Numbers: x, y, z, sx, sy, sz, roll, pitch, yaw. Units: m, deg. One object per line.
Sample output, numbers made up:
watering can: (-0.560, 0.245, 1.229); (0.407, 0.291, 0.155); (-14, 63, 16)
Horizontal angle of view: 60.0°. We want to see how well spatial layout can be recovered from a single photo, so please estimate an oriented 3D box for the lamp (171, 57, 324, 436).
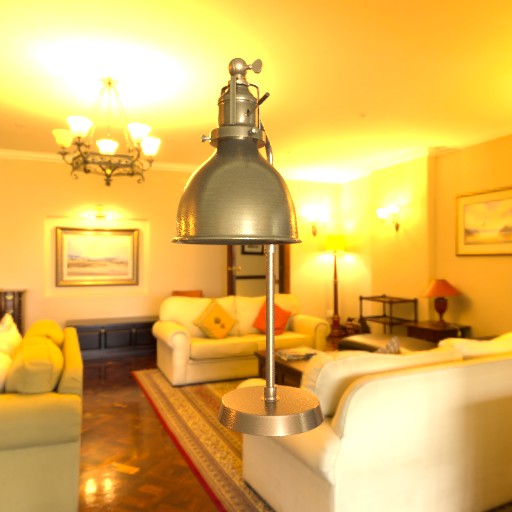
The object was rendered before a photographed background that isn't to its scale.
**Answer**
lamp: (0.000, 0.000, 0.575); (0.153, 0.456, 0.286); (0, -1, 18)
